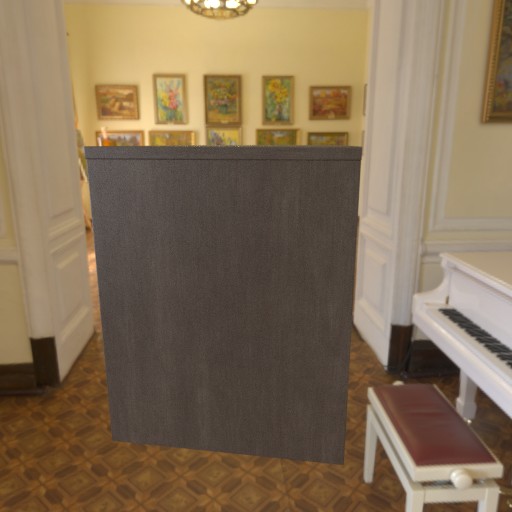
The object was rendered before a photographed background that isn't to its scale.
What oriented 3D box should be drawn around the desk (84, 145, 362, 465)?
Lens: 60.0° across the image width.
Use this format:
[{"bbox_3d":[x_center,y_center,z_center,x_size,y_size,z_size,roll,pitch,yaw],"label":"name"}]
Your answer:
[{"bbox_3d":[0.000,0.000,1.551,0.600,0.750,1.100,2,14,8],"label":"desk"}]
